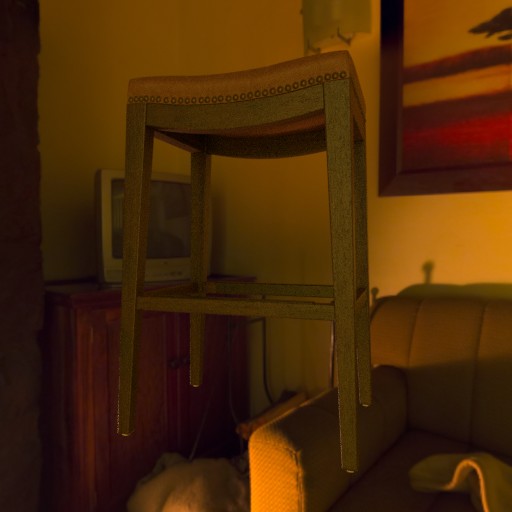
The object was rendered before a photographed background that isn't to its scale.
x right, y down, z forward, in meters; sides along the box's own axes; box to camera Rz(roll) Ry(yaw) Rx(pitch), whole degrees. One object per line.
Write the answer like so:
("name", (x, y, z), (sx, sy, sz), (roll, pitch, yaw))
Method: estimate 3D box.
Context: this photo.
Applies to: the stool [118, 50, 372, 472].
("stool", (0.000, 0.000, 1.022), (0.500, 0.759, 0.361), (1, 2, 19))
